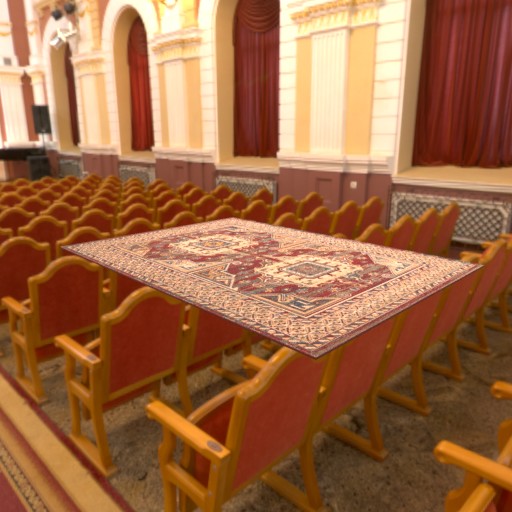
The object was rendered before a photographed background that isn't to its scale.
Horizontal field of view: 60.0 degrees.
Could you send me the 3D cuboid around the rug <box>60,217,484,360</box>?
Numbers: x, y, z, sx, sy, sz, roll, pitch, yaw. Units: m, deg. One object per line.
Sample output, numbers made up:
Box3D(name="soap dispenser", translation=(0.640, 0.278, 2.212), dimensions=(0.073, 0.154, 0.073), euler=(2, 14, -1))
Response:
Box3D(name="rug", translation=(0.000, 0.000, 2.829), dimensions=(1.599, 0.011, 2.210), euler=(-15, 21, -43))
